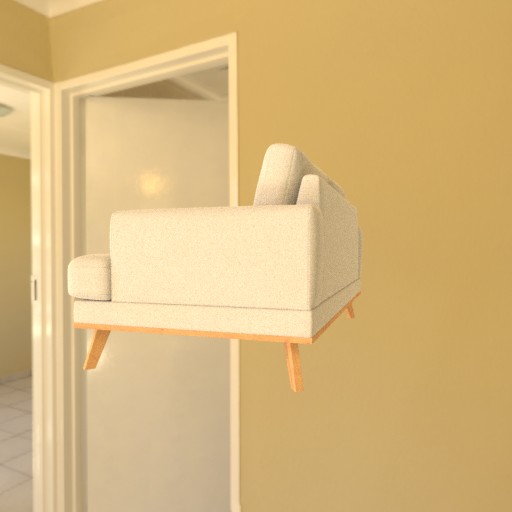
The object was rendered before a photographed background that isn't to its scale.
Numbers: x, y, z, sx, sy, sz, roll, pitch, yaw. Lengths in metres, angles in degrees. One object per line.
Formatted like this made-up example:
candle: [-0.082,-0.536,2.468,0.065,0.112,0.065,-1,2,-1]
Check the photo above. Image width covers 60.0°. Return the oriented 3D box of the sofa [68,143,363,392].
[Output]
sofa: [0.000,0.000,2.216,0.915,0.810,1.651,0,1,18]
